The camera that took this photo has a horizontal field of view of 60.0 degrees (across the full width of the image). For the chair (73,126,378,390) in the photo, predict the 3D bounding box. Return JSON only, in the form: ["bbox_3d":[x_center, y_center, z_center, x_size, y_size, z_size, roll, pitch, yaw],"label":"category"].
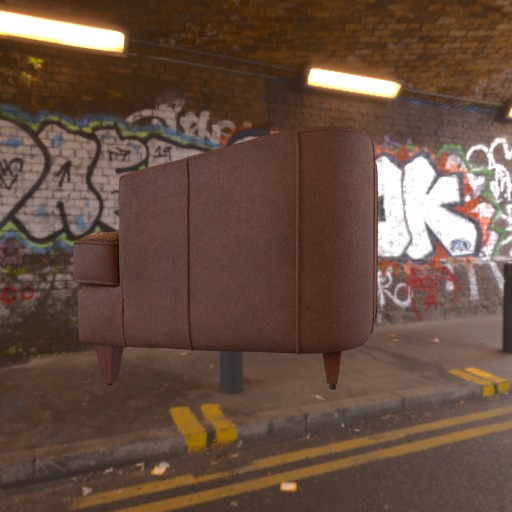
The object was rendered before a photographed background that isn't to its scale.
[{"bbox_3d":[0.000,0.000,1.741,0.914,0.787,1.118,0,1,17],"label":"chair"}]
